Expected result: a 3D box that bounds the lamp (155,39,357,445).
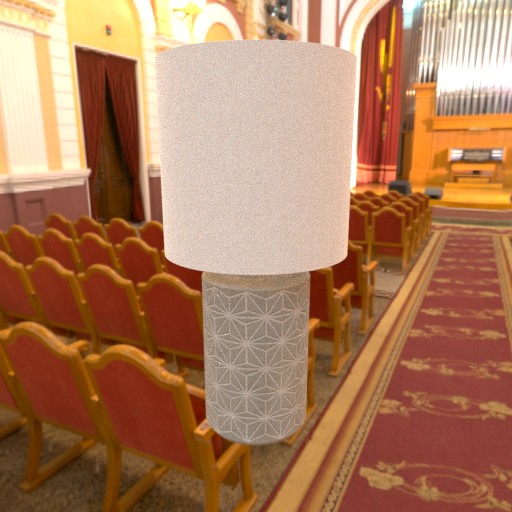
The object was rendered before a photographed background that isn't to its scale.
[{"bbox_3d":[0.000,0.000,0.512,0.206,0.416,0.206,7,15,26],"label":"lamp"}]
